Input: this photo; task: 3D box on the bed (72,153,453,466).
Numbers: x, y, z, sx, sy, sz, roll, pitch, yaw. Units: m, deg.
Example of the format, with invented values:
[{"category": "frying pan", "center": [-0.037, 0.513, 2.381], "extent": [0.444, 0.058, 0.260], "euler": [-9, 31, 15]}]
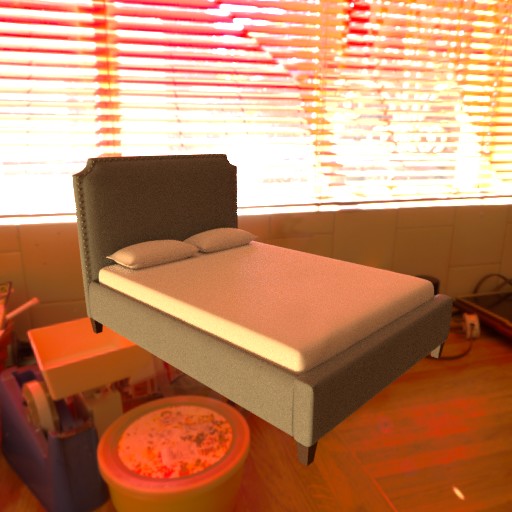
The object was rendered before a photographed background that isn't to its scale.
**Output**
[{"category": "bed", "center": [0.000, 0.000, 3.365], "extent": [2.372, 1.443, 1.712], "euler": [14, 20, 43]}]
